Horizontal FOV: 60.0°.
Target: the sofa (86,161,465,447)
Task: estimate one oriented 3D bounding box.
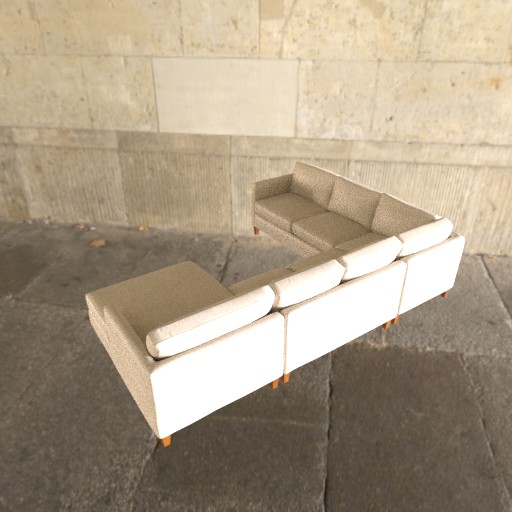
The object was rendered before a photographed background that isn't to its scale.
[{"bbox_3d":[0.000,0.000,4.692,3.460,0.961,2.594,-19,34,-30],"label":"sofa"}]
